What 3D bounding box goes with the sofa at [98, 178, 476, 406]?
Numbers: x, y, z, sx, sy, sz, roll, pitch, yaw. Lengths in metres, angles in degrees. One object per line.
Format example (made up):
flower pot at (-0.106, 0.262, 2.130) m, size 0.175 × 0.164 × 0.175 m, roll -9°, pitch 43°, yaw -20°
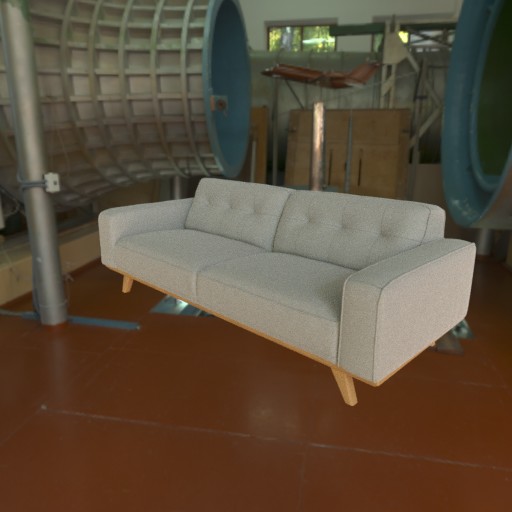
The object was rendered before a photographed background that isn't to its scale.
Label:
sofa at (0.000, 0.000, 2.723) m, size 0.956 × 0.781 × 2.270 m, roll -15°, pitch 22°, yaw -43°
